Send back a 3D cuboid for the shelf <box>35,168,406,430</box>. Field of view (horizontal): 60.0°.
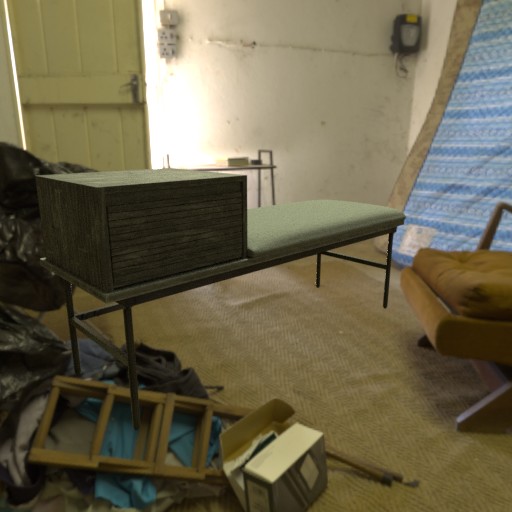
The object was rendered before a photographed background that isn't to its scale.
[{"bbox_3d":[0.000,0.000,1.617,1.342,0.633,0.457,-14,21,-42],"label":"shelf"}]
